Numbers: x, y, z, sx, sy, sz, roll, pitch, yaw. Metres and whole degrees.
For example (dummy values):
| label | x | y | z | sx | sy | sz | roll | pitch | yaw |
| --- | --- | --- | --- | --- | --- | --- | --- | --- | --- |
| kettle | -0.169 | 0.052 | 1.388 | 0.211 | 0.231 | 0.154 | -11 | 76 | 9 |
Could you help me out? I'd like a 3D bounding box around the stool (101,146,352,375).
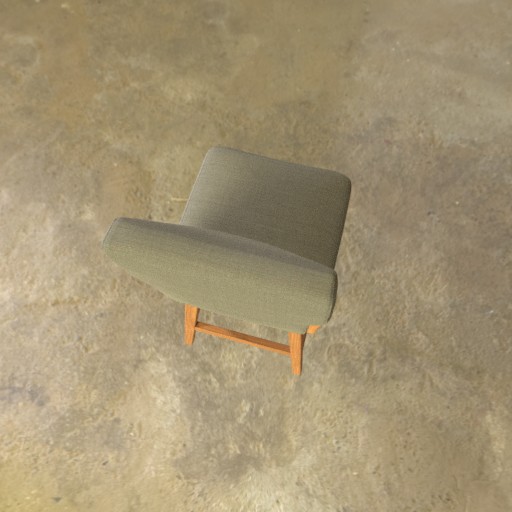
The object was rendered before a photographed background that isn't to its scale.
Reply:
| label | x | y | z | sx | sy | sz | roll | pitch | yaw |
| --- | --- | --- | --- | --- | --- | --- | --- | --- | --- |
| stool | 0.000 | 0.000 | 1.308 | 0.459 | 1.019 | 0.570 | 14 | 66 | 6 |
